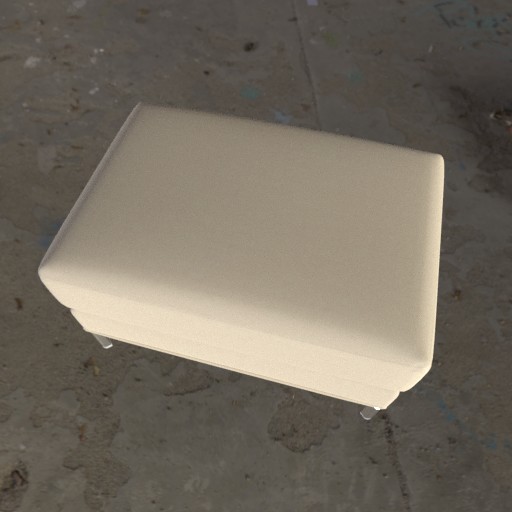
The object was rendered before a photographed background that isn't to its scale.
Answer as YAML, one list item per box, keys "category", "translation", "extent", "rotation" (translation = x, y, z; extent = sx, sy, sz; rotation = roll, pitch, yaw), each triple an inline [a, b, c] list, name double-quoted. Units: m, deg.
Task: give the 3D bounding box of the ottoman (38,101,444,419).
- category: "ottoman"
  translation: [0.000, 0.000, 1.187]
  extent: [0.835, 0.497, 0.581]
  rotation: [13, 59, 8]
